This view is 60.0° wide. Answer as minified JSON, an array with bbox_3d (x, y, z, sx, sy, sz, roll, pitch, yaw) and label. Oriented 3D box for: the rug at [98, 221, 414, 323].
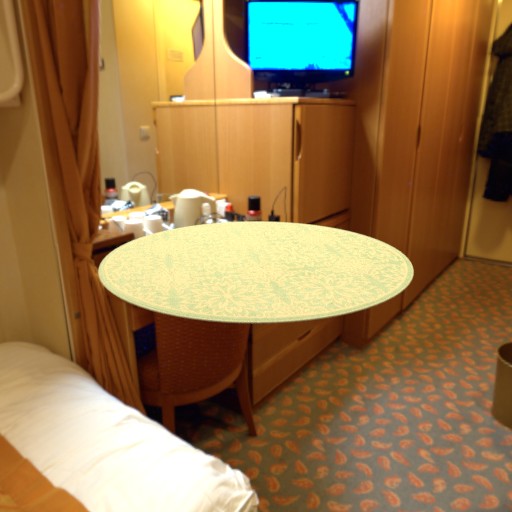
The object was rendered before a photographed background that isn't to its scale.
[{"bbox_3d":[0.000,0.000,2.363,1.593,0.012,1.593,0,18,0],"label":"rug"}]
